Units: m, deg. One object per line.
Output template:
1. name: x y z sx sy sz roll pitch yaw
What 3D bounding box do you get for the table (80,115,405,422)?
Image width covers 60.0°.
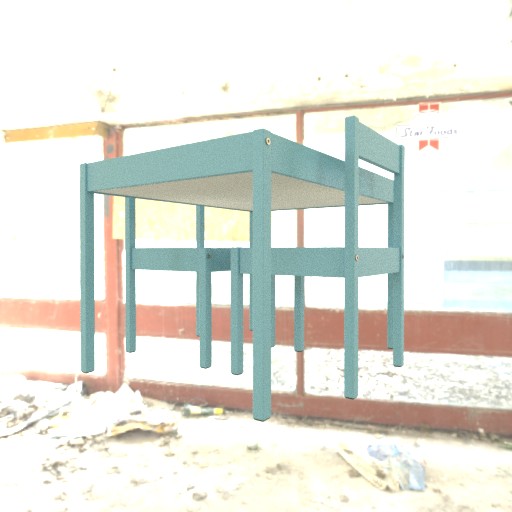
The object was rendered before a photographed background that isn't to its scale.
1. table: 0.000 0.000 1.080 0.633 0.503 0.639 1 1 36
